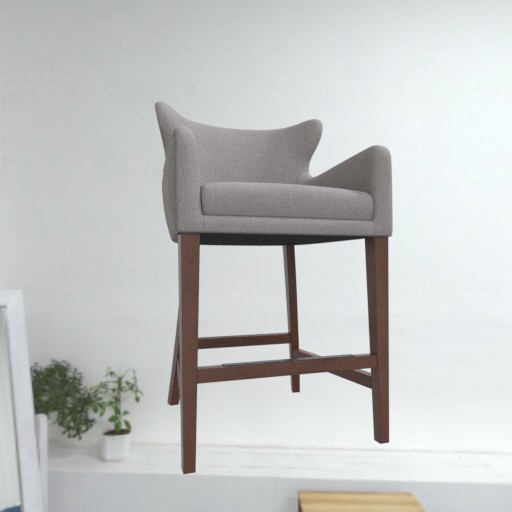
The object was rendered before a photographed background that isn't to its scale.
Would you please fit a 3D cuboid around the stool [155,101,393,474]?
[{"bbox_3d":[0.000,0.000,1.313,0.575,0.951,0.575,0,-1,-19],"label":"stool"}]
